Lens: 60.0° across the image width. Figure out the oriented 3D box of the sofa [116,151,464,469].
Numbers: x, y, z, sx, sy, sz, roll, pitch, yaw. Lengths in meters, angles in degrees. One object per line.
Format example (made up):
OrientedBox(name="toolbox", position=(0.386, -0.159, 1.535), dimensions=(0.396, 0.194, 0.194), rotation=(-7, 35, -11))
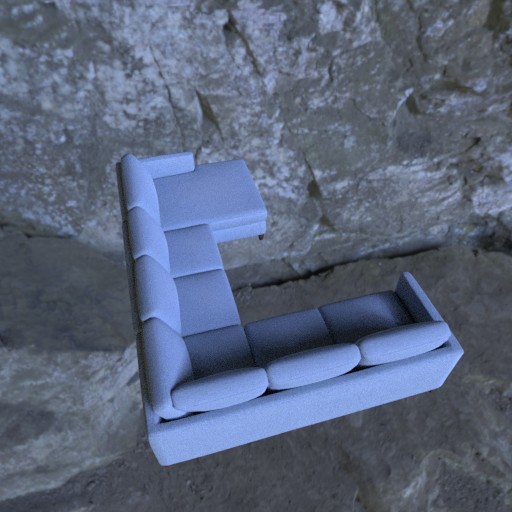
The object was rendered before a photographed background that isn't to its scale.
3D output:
OrientedBox(name="sofa", position=(0.000, 0.000, 4.568), dimensions=(2.551, 0.889, 3.403), rotation=(-12, 48, -11))
